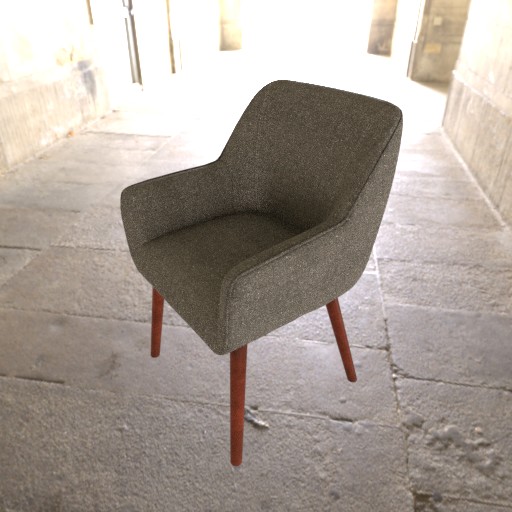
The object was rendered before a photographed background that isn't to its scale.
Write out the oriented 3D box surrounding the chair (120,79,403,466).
[{"bbox_3d":[0.000,0.000,1.180,0.519,0.803,0.543,-21,37,-30],"label":"chair"}]
